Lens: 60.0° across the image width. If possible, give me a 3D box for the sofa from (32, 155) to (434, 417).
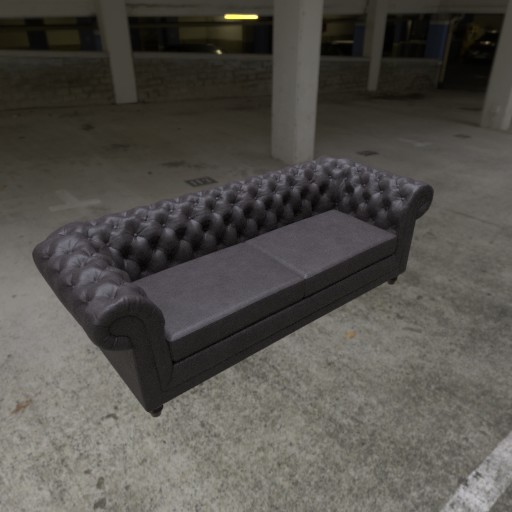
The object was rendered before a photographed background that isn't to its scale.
[{"bbox_3d":[0.000,0.000,2.807,2.385,0.783,0.944,-22,36,-33],"label":"sofa"}]
